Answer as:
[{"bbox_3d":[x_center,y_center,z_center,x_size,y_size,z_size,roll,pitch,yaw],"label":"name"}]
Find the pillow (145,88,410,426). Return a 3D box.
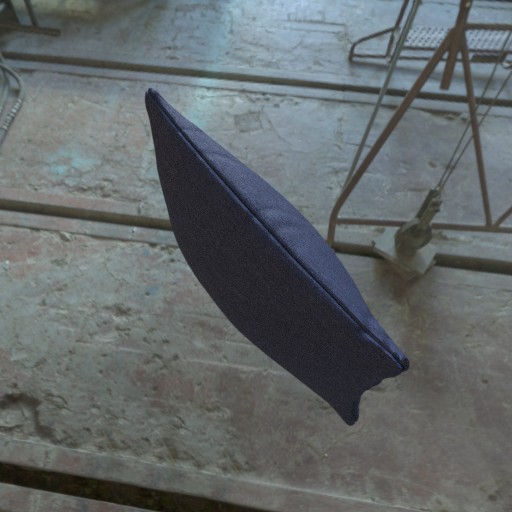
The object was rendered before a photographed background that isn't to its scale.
[{"bbox_3d":[0.000,0.000,0.804,0.210,0.338,0.633,-33,64,-18],"label":"pillow"}]
